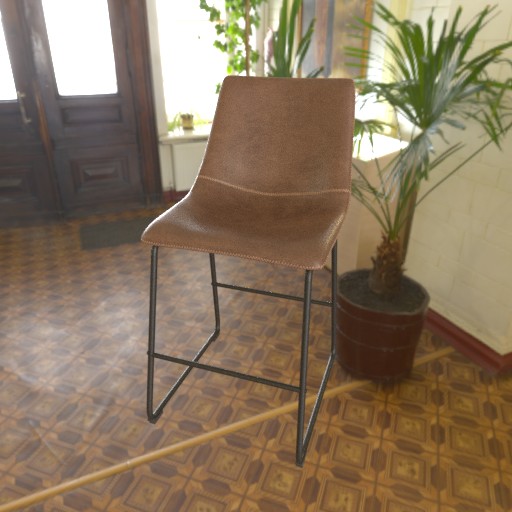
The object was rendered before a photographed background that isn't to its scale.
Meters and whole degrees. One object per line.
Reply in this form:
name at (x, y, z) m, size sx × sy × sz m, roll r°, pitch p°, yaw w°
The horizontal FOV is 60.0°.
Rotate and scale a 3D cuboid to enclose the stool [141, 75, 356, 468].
stool at (0.000, 0.000, 1.223) m, size 0.460 × 0.890 × 0.550 m, roll 9°, pitch 27°, yaw 18°
